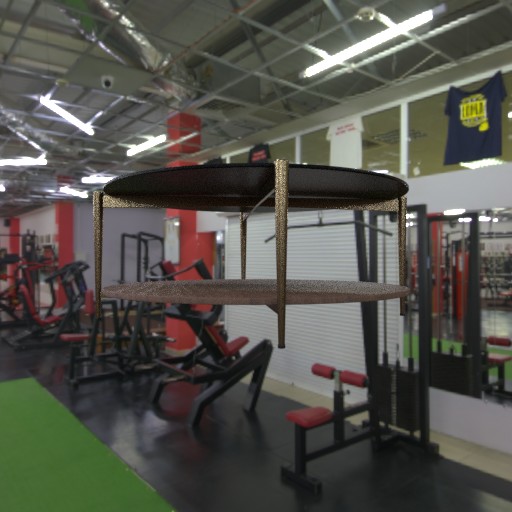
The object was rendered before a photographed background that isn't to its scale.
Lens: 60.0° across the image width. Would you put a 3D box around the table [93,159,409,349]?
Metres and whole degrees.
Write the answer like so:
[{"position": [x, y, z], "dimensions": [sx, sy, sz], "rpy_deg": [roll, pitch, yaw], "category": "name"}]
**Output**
[{"position": [0.000, 0.000, 1.436], "dimensions": [0.938, 0.400, 0.938], "rpy_deg": [0, -1, -36], "category": "table"}]
